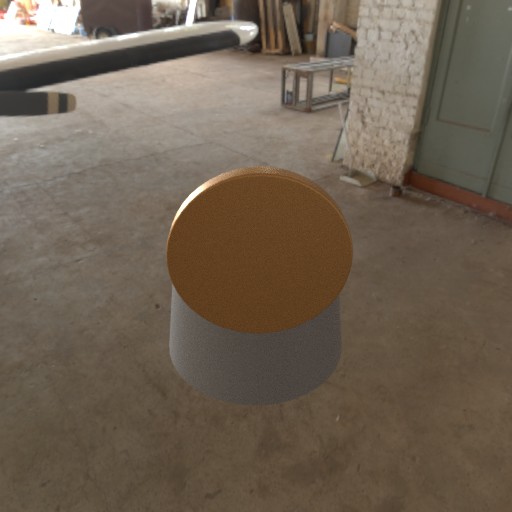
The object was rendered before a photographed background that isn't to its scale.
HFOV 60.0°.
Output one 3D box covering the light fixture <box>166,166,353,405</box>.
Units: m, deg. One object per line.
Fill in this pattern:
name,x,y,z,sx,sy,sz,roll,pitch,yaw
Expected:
light fixture,0.000,0.000,0.443,0.204,0.268,0.254,-1,31,-1
